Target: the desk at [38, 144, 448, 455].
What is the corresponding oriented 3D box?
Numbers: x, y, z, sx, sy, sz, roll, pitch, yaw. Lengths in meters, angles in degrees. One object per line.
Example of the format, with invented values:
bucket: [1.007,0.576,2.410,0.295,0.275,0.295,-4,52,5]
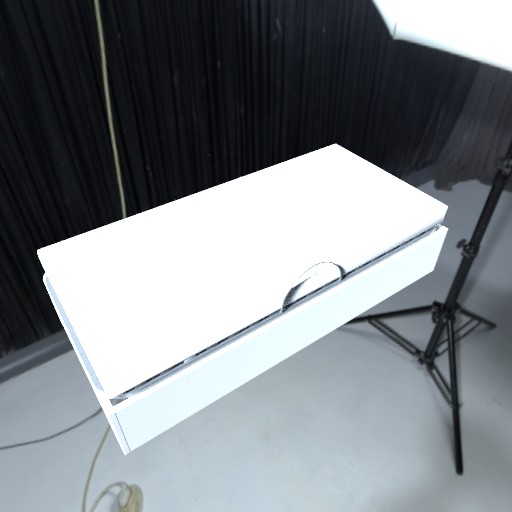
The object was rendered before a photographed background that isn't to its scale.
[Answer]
desk: [0.000,0.000,2.285,1.900,0.526,0.900,-24,47,-26]
